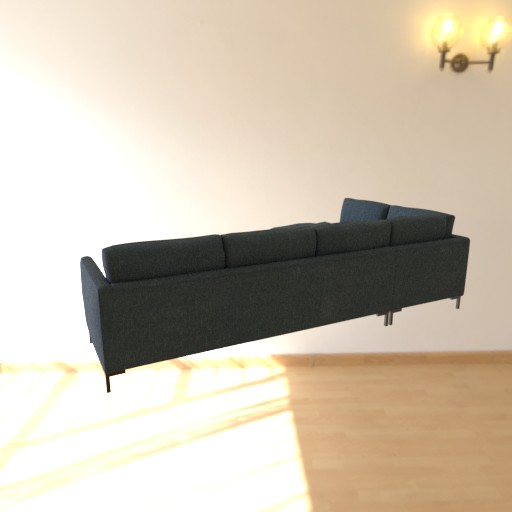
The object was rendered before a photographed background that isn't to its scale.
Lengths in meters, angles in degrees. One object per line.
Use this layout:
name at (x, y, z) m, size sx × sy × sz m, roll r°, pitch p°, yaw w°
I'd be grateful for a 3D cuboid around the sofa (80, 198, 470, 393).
sofa at (0.000, 0.000, 3.848) m, size 2.949 × 0.815 × 2.007 m, roll -7°, pitch 16°, yaw -27°
